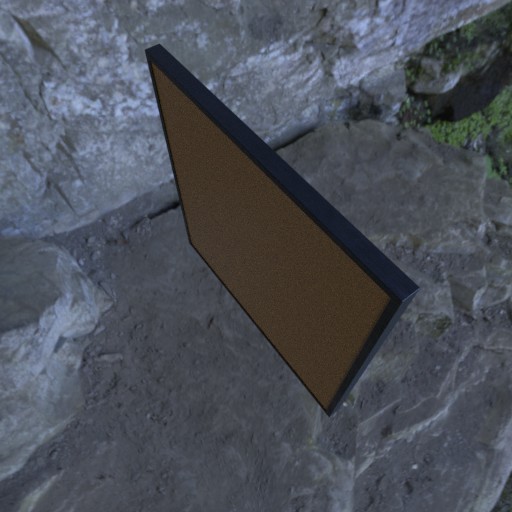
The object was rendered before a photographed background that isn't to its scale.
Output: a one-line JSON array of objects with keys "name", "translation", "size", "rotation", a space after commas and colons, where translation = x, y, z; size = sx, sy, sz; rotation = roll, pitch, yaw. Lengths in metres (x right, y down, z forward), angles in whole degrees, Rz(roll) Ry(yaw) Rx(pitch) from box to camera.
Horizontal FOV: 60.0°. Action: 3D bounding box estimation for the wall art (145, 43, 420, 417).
[{"name": "wall art", "translation": [0.000, 0.000, 1.136], "size": [0.039, 0.763, 0.763], "rotation": [-32, 63, -18]}]
